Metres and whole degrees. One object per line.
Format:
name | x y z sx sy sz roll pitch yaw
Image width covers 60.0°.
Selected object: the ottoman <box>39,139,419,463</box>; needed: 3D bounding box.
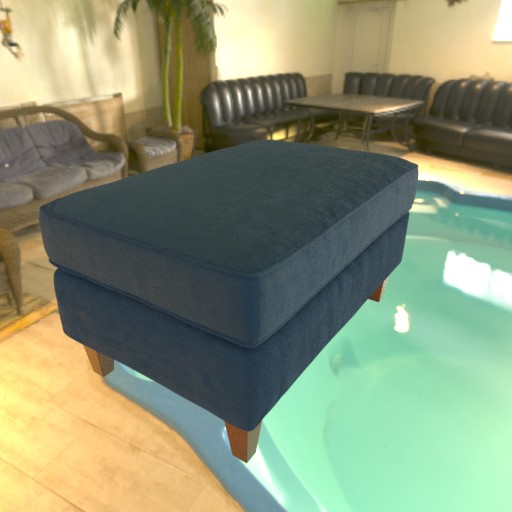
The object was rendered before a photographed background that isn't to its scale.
ottoman | 0.000 0.000 1.184 0.583 0.484 0.862 17 31 31
